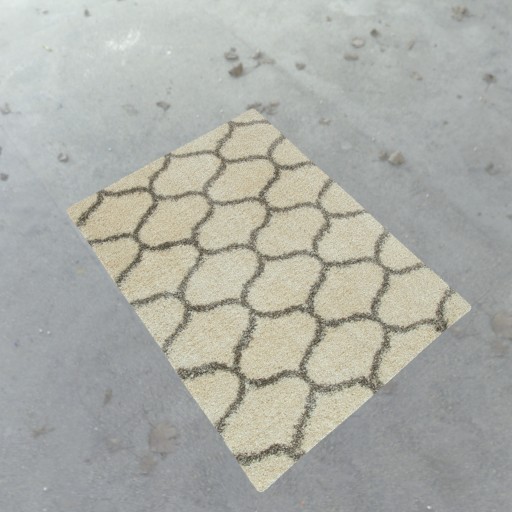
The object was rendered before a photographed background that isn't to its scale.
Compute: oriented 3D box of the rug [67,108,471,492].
[{"bbox_3d":[0.000,0.000,2.107,1.200,0.025,1.600,-34,65,-18],"label":"rug"}]
